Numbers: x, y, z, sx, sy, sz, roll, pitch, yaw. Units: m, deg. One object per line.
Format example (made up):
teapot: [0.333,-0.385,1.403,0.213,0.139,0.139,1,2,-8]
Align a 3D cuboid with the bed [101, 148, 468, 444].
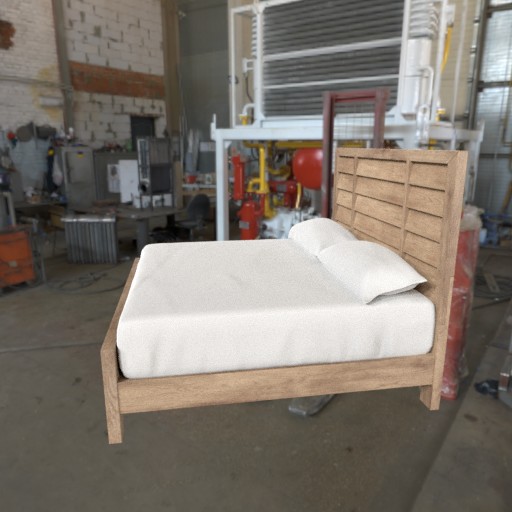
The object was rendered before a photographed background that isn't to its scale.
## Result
bed: [0.000,0.000,3.468,2.062,1.626,2.032,-2,14,-9]
